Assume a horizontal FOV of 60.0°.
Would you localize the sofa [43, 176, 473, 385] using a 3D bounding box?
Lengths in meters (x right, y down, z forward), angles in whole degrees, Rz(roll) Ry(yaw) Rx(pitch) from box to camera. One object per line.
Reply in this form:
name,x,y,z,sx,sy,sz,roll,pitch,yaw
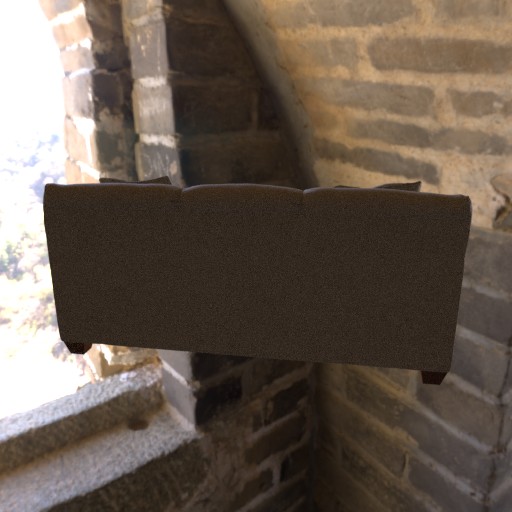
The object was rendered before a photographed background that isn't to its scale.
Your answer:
sofa,0.000,0.000,2.584,2.024,0.958,0.997,3,16,9
